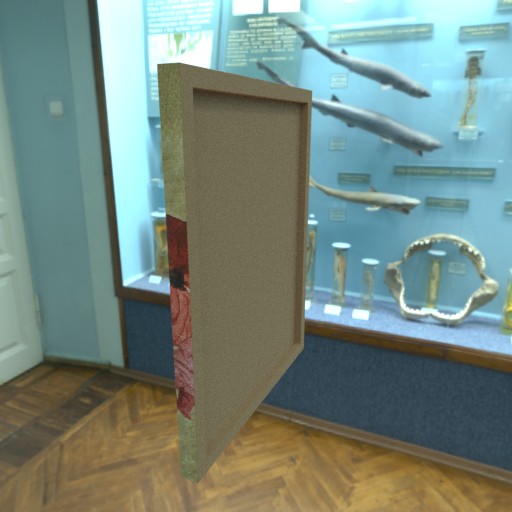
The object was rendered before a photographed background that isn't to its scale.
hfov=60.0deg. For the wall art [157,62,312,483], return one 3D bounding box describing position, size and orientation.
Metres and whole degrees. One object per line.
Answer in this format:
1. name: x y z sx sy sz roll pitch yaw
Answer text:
1. wall art: 0.000 0.000 0.688 0.028 0.508 0.406 8 18 24
